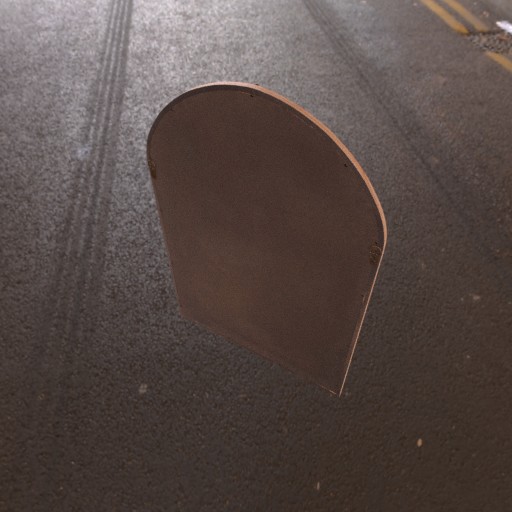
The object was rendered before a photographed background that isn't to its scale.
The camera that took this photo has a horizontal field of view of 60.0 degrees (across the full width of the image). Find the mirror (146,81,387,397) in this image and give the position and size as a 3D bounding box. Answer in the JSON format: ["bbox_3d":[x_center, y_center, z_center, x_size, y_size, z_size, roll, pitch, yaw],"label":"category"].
[{"bbox_3d":[0.000,0.000,1.145,0.609,0.915,0.032,23,51,20],"label":"mirror"}]
